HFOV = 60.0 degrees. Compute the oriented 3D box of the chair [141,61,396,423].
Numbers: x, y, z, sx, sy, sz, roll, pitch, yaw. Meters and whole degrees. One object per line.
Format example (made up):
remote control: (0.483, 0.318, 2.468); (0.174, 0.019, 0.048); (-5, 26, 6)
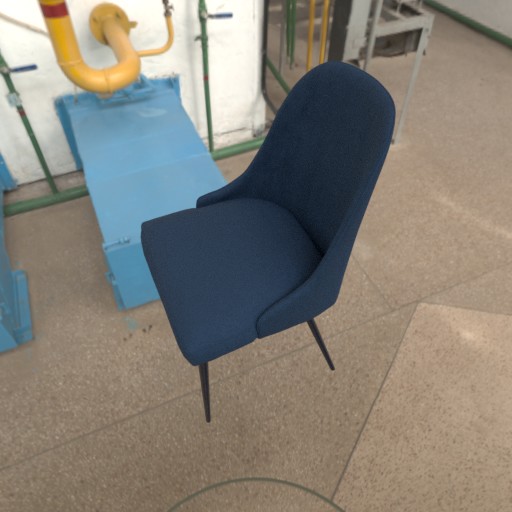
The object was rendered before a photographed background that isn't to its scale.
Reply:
chair: (0.000, 0.000, 1.211); (0.559, 0.896, 0.478); (-17, 50, -15)
